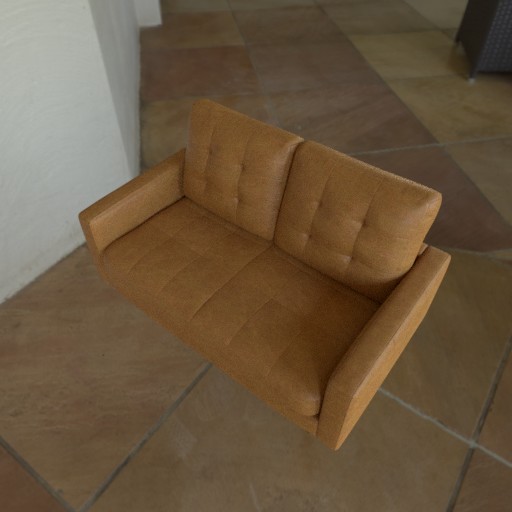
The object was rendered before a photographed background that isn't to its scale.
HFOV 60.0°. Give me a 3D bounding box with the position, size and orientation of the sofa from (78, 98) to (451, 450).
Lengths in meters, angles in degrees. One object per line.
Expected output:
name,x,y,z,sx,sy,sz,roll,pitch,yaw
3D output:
sofa,0.000,0.000,1.974,1.430,0.898,0.868,30,53,26
